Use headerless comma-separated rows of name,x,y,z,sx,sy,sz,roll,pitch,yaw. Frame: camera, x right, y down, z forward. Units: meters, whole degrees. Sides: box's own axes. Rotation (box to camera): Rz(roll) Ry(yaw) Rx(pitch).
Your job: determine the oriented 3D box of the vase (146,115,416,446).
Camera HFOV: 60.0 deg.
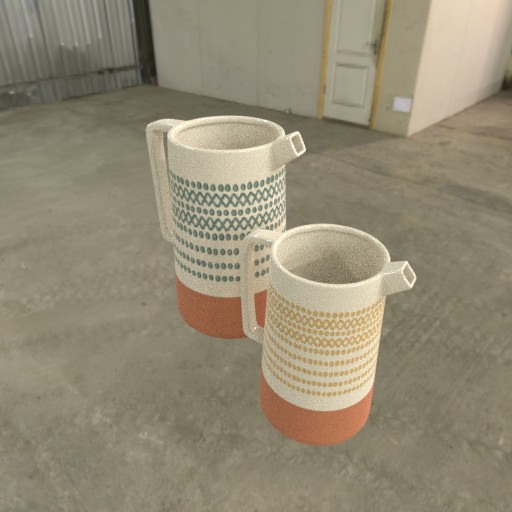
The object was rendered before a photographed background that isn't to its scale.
vase,0.000,0.000,0.473,0.168,0.247,0.326,-11,34,-16
